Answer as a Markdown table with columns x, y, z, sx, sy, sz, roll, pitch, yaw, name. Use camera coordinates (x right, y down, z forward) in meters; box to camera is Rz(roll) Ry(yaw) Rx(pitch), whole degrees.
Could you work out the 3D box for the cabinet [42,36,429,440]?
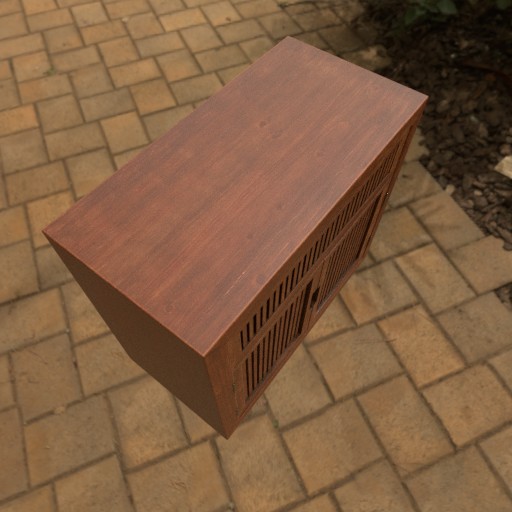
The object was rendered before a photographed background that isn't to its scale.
| x | y | z | sx | sy | sz | roll | pitch | yaw | name |
| --- | --- | --- | --- | --- | --- | --- | --- | --- | --- |
| 0.000 | 0.000 | 1.260 | 0.412 | 0.785 | 0.796 | 33 | 63 | 19 | cabinet |
